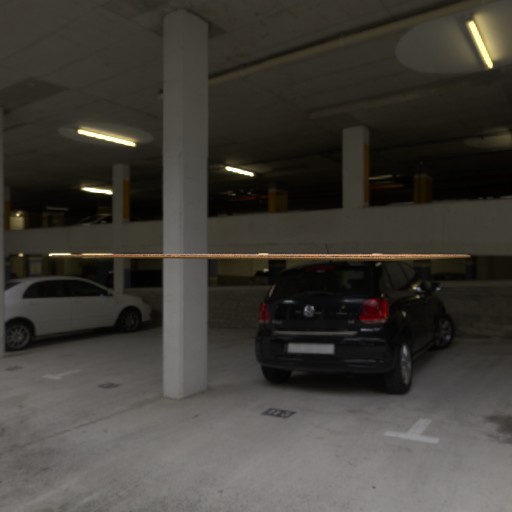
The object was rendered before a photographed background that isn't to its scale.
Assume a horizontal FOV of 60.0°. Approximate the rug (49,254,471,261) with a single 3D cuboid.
[{"bbox_3d":[0.000,0.000,2.203,1.758,0.013,1.148,0,0,35],"label":"rug"}]
